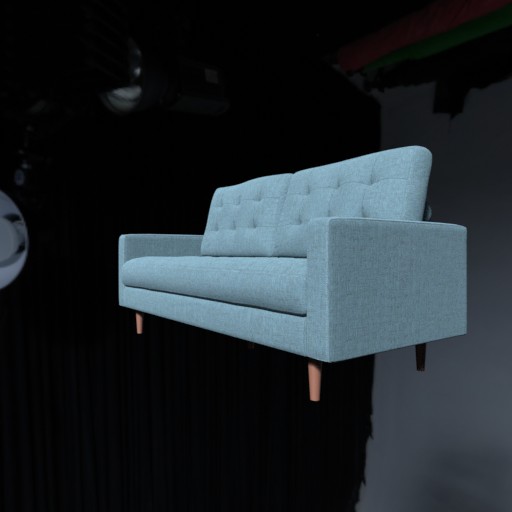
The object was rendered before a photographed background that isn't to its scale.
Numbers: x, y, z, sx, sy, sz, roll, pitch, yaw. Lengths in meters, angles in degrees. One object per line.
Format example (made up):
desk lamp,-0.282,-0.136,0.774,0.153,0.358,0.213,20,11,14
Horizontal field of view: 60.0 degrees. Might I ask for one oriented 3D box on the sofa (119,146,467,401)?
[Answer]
sofa,0.000,0.000,2.539,0.966,1.050,2.010,0,1,-37
